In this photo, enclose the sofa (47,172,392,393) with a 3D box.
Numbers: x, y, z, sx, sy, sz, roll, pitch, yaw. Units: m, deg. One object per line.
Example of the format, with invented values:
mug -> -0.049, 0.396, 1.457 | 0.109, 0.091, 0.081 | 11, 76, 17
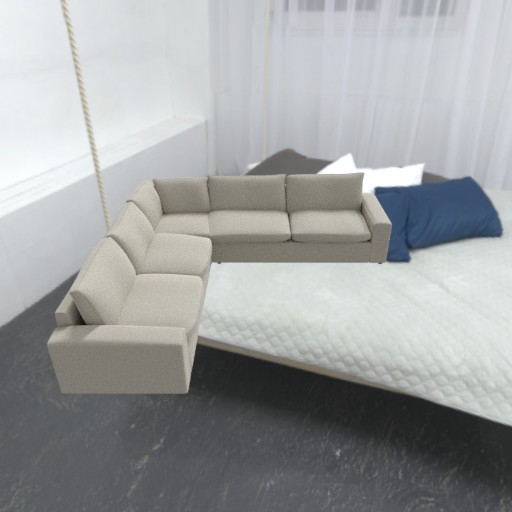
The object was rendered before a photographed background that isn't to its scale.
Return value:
sofa -> 0.000, 0.000, 4.761 | 3.206, 0.918, 3.066 | 0, 30, 0
